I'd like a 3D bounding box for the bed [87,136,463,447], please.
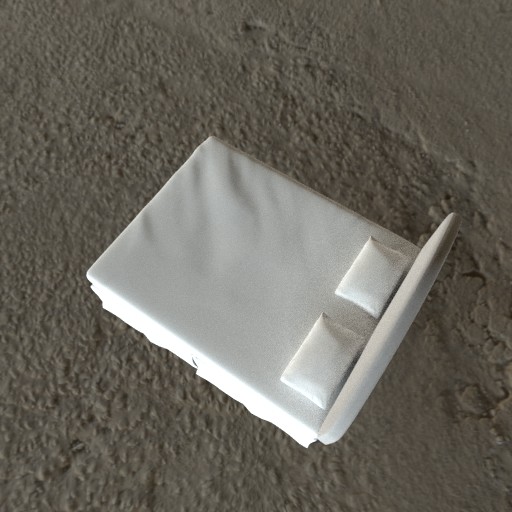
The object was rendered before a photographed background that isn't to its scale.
[{"bbox_3d":[0.000,0.000,3.026,2.005,1.410,1.607,31,68,14],"label":"bed"}]
